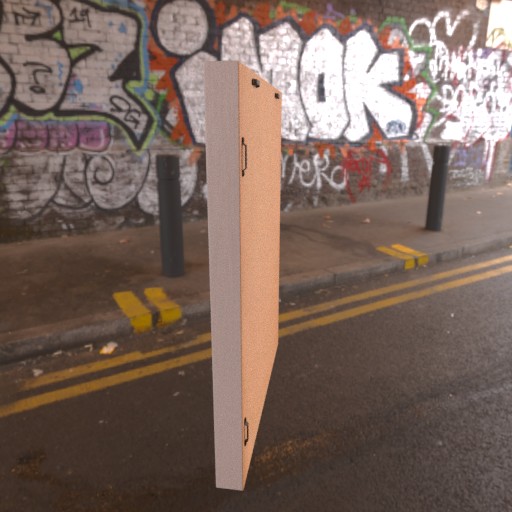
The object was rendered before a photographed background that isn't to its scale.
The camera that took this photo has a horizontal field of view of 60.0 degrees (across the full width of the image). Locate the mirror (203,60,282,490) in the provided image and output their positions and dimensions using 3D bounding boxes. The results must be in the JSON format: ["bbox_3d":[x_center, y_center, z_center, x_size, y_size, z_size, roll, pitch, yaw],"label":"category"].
[{"bbox_3d":[0.000,0.000,0.690,0.041,0.508,0.405,3,16,9],"label":"mirror"}]
